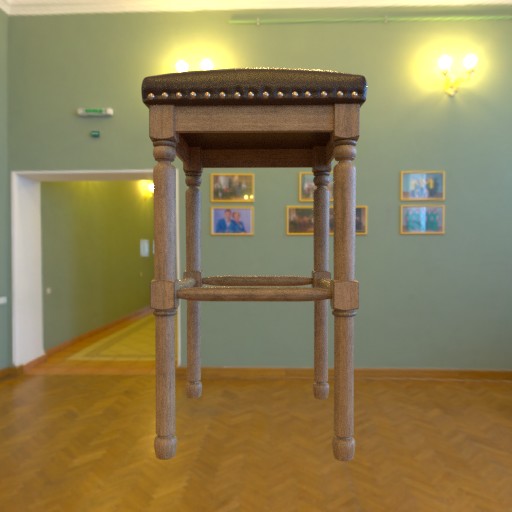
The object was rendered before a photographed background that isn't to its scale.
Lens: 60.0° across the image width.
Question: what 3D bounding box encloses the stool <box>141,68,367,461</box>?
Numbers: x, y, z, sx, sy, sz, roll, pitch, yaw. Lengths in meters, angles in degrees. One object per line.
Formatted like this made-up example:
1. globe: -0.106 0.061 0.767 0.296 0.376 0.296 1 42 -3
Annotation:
1. stool: 0.000 0.000 0.934 0.383 0.702 0.382 0 1 1
